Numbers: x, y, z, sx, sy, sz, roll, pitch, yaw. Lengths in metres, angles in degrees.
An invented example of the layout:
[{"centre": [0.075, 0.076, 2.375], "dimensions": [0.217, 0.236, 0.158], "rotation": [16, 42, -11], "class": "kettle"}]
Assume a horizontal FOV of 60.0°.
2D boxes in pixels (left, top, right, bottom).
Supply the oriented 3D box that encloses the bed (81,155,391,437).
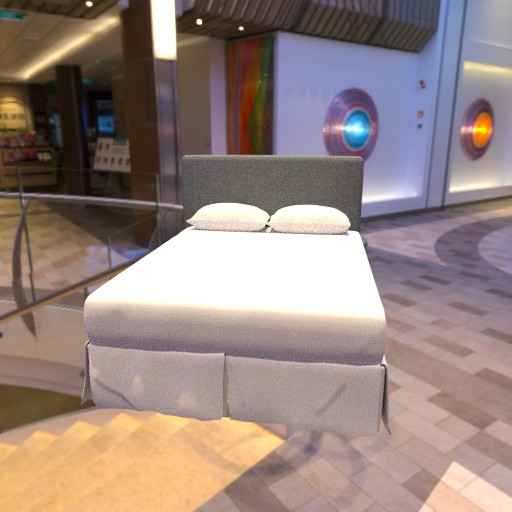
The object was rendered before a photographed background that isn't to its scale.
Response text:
[{"centre": [0.000, 0.000, 3.205], "dimensions": [1.723, 1.330, 2.142], "rotation": [2, 16, 9], "class": "bed"}]
